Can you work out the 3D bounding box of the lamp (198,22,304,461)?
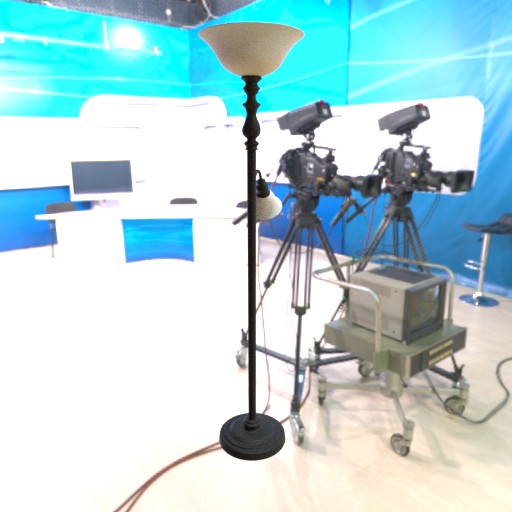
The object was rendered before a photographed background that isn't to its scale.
[{"bbox_3d":[0.000,0.000,2.011,0.405,1.793,0.588,3,15,11],"label":"lamp"}]
